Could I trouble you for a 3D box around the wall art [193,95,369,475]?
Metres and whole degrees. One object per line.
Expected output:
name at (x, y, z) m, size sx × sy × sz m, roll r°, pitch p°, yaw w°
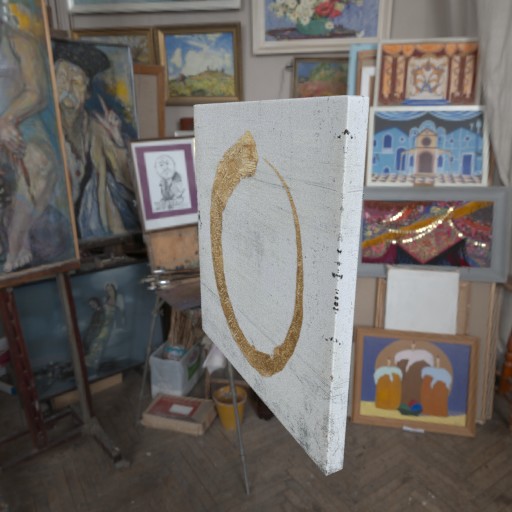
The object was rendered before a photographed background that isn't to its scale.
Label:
wall art at (0.000, 0.000, 0.928) m, size 0.040 × 0.611 × 0.610 m, roll -9°, pitch 20°, yaw -25°
